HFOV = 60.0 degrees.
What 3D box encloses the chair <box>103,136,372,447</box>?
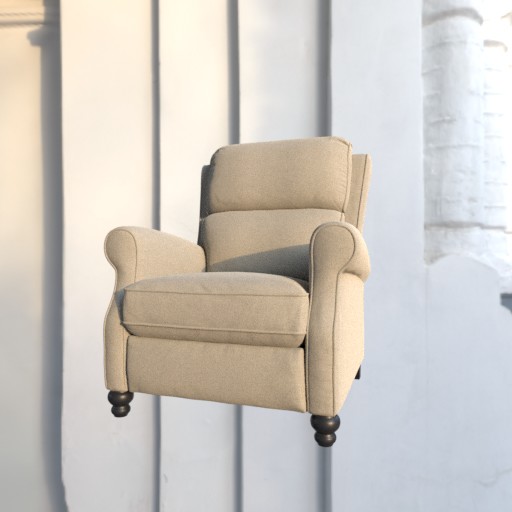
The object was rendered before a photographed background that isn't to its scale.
[{"bbox_3d":[0.000,0.000,1.712,0.859,1.046,0.919,0,0,19],"label":"chair"}]
